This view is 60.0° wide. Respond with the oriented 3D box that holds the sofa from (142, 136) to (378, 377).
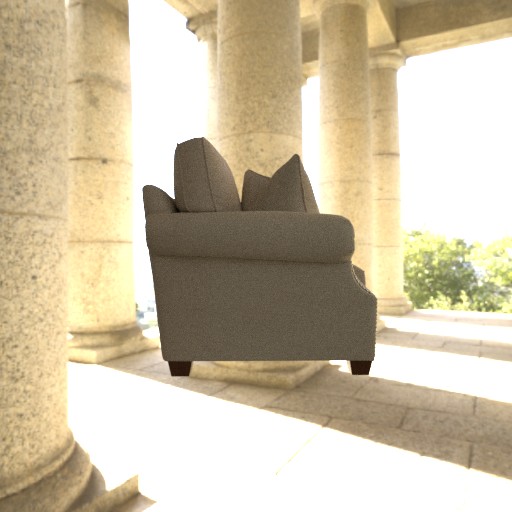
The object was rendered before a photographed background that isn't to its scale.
[{"bbox_3d":[0.000,0.000,2.853,0.965,0.975,2.312,0,0,-1],"label":"sofa"}]
